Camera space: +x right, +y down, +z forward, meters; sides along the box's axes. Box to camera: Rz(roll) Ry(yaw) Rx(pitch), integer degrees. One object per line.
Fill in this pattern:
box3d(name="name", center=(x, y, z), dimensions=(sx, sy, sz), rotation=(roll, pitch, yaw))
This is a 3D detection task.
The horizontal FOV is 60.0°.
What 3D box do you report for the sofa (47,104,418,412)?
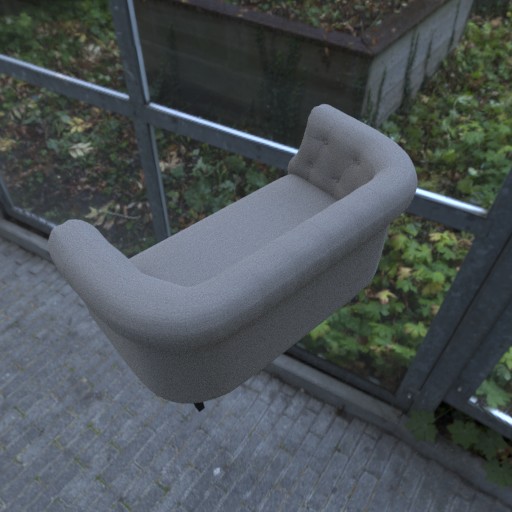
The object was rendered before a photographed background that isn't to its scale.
box3d(name="sofa", center=(0.000, 0.000, 2.073), dimensions=(1.558, 0.827, 0.835), rotation=(-32, 54, -27))
